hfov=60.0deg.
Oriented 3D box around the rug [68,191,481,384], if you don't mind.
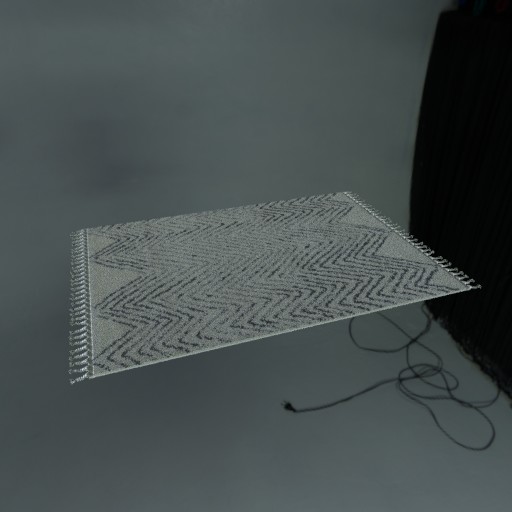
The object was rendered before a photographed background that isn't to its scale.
[{"bbox_3d":[0.000,0.000,2.320,1.847,0.014,1.230,-10,32,-16],"label":"rug"}]
